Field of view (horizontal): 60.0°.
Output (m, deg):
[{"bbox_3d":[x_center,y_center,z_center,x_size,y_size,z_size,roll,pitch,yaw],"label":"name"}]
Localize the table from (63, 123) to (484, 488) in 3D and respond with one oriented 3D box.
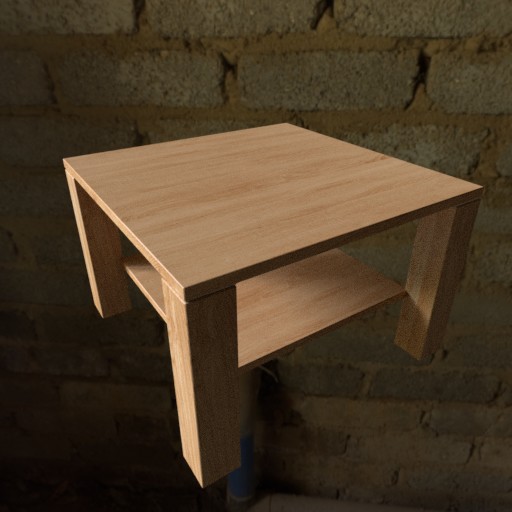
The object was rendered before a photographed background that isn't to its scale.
[{"bbox_3d":[0.000,0.000,1.137,0.700,0.450,0.700,-18,34,-29],"label":"table"}]
